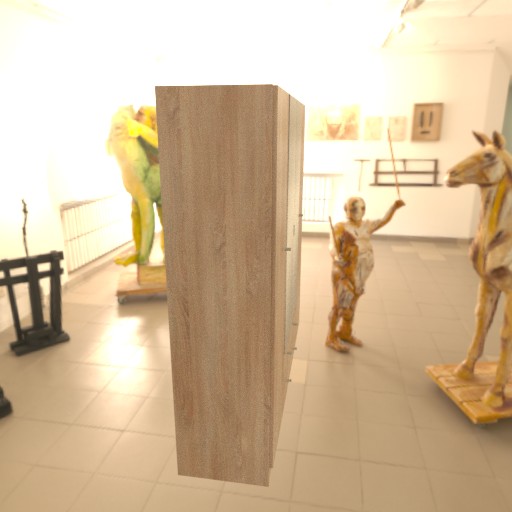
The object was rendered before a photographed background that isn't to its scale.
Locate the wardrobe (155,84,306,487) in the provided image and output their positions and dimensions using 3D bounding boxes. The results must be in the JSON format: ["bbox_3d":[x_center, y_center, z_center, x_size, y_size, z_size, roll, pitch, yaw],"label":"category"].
[{"bbox_3d":[0.000,0.000,3.216,0.598,2.159,1.998,3,16,9],"label":"wardrobe"}]
